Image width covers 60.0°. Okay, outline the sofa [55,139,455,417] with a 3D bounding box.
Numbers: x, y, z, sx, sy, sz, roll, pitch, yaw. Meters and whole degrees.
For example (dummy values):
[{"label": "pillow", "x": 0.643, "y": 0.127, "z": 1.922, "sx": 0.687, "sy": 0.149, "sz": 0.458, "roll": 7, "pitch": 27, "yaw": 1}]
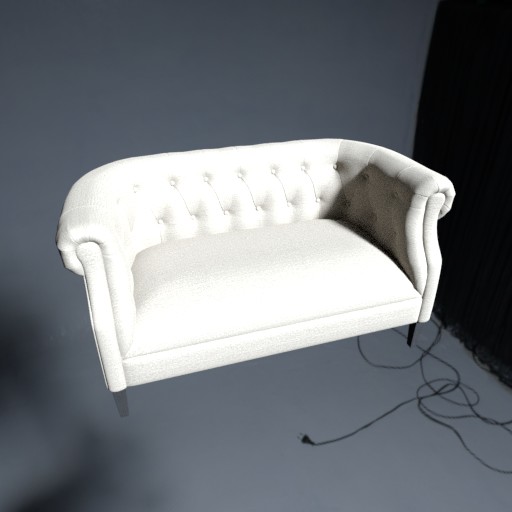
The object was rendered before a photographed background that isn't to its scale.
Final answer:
[{"label": "sofa", "x": 0.000, "y": 0.000, "z": 2.045, "sx": 1.558, "sy": 0.827, "sz": 0.835, "roll": -9, "pitch": 33, "yaw": -15}]
